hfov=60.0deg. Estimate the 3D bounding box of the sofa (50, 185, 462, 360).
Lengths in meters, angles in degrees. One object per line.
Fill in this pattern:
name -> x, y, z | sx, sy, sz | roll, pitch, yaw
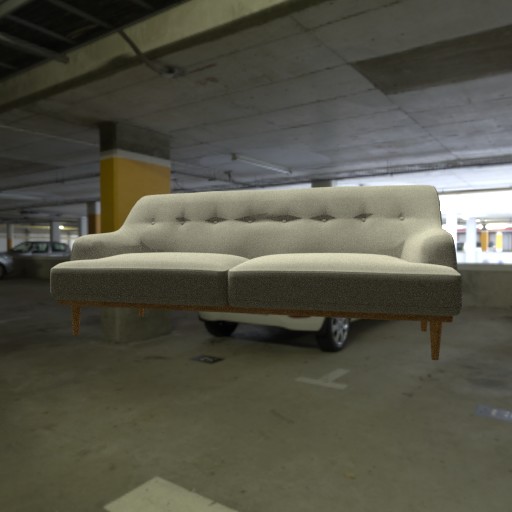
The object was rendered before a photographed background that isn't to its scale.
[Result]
sofa -> 0.000, 0.000, 2.537 | 2.057, 0.871, 0.978 | 0, 1, 17
